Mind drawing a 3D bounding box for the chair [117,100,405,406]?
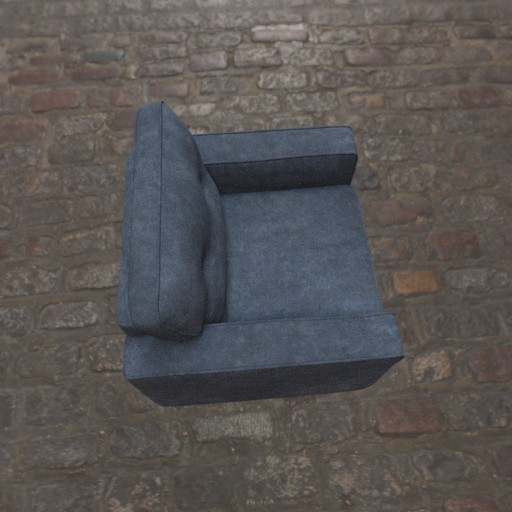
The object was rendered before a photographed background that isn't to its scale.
[{"bbox_3d":[0.000,0.000,1.788,0.939,0.965,1.015,-4,63,-2],"label":"chair"}]
